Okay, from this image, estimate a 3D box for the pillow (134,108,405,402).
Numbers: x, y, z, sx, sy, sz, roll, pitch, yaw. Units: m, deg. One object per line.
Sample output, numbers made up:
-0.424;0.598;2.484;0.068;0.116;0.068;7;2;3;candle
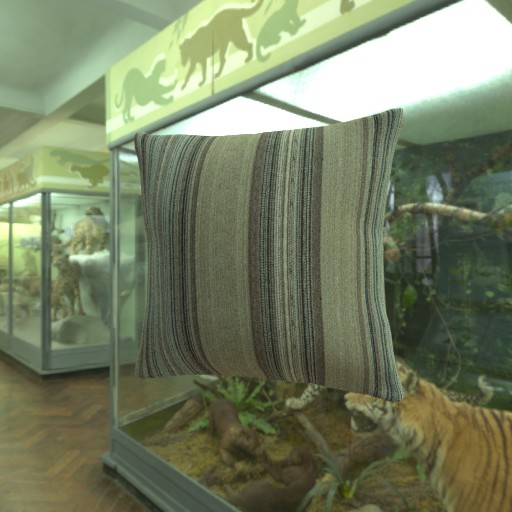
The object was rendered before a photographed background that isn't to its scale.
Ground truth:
0.000;0.000;0.679;0.435;0.416;0.189;0;0;17;pillow
